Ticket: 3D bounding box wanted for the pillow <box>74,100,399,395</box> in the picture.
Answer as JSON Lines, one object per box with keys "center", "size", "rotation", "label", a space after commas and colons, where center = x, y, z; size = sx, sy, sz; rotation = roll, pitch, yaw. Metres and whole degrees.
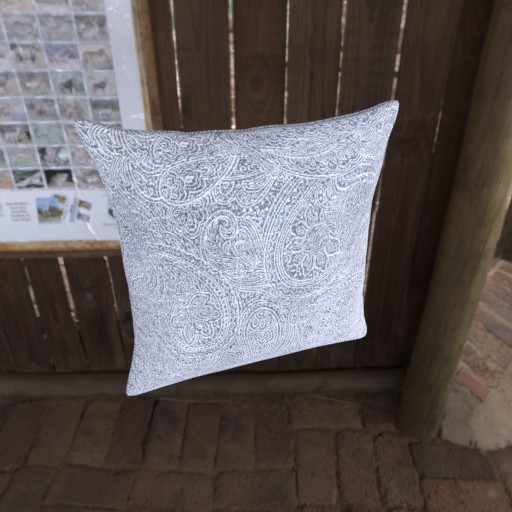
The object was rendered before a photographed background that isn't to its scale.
{"center": [0.000, 0.000, 0.794], "size": [0.523, 0.510, 0.166], "rotation": [-9, 29, -17], "label": "pillow"}
